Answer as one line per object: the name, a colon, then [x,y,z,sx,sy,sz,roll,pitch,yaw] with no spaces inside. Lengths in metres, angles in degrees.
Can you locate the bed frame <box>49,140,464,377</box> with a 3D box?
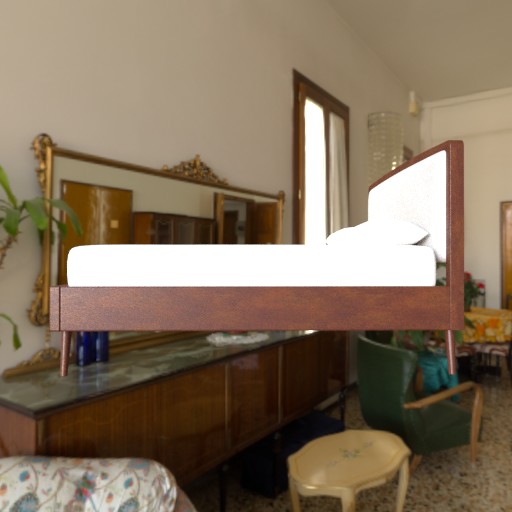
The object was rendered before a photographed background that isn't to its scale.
bed frame: [0.000,0.000,3.112,2.171,1.279,1.587,0,0,-1]
